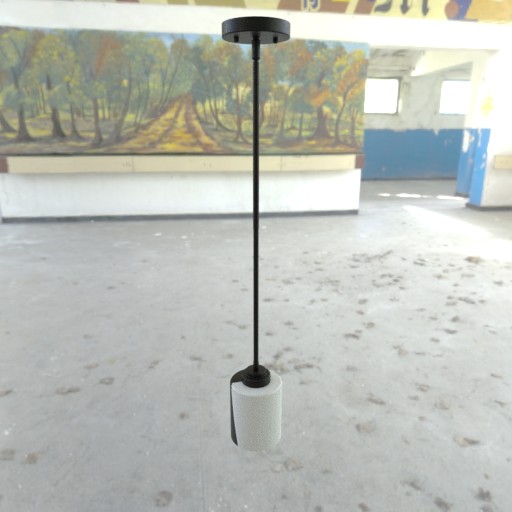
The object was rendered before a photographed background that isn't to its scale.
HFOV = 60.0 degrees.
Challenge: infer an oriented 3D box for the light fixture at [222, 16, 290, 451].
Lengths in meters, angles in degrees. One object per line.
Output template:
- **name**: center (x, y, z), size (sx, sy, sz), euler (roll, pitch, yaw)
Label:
- **light fixture**: center (0.000, 0.000, 0.914), size (0.123, 0.863, 0.123), euler (-2, 16, -8)
